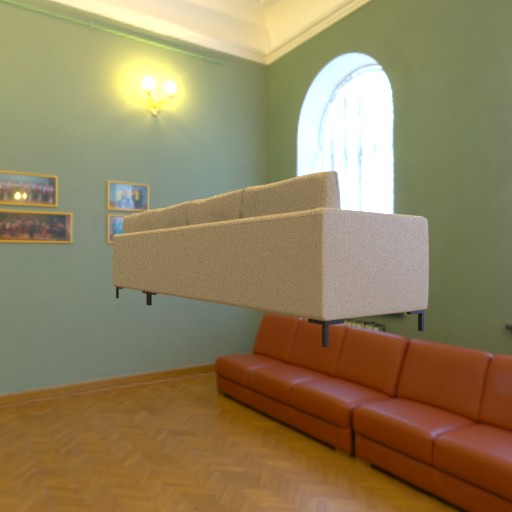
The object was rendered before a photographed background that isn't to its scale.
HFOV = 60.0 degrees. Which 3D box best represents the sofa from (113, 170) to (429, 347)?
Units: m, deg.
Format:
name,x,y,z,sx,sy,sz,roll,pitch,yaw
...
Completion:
name,x,y,z,sx,sy,sz,roll,pitch,yaw
sofa,0.000,0.000,3.233,1.258,0.755,2.731,0,0,-35
